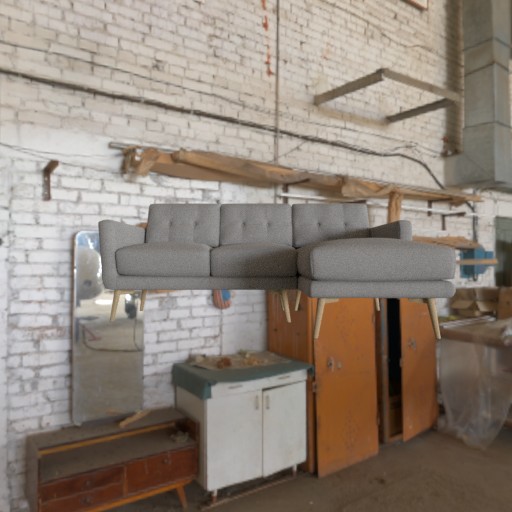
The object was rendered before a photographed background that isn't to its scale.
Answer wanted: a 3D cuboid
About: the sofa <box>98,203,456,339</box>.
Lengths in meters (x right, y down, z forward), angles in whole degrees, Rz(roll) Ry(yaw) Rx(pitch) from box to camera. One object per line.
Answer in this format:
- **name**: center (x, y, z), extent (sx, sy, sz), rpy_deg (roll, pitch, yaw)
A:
- **sofa**: center (0.000, 0.000, 2.965), extent (2.040, 0.860, 1.530), rpy_deg (0, 0, 0)
